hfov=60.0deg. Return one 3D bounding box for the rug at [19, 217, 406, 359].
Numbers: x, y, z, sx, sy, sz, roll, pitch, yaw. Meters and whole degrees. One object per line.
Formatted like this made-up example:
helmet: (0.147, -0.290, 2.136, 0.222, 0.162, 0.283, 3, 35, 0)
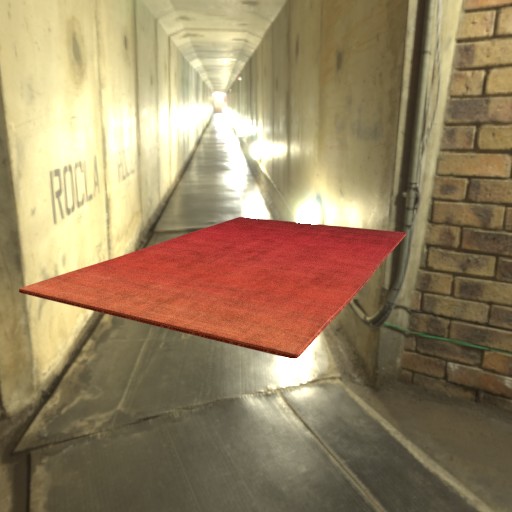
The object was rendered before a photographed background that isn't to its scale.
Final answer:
rug: (0.000, 0.000, 2.304, 1.230, 0.018, 1.835, 8, 17, 26)
